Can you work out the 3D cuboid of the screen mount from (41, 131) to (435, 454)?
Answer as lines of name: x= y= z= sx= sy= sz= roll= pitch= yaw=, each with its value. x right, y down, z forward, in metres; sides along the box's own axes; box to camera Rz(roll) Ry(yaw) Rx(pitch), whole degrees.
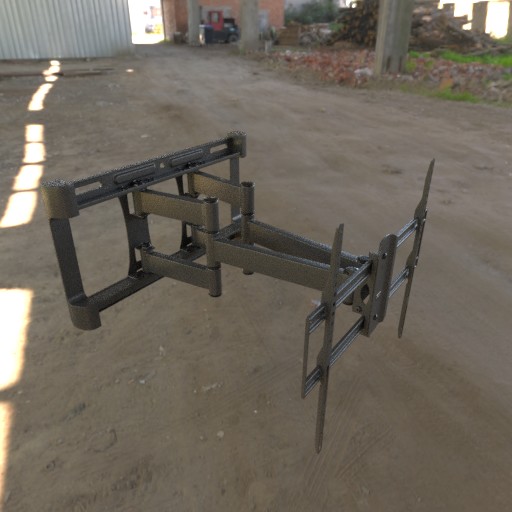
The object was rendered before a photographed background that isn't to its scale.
screen mount: x=0.000 y=0.000 z=0.939 sx=0.556 sy=0.424 sz=0.571 roll=19 pitch=33 yaw=32
